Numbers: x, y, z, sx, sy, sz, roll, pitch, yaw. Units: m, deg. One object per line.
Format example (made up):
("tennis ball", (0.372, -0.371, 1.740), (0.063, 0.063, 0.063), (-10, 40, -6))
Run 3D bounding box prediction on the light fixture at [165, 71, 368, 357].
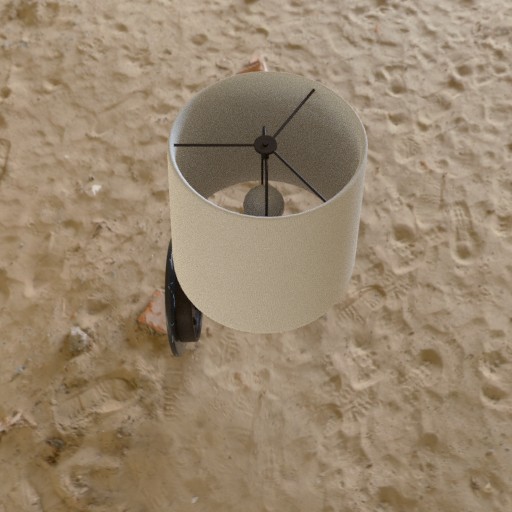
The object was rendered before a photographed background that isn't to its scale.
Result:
("light fixture", (0.000, 0.000, 0.438), (0.188, 0.337, 0.168), (-1, 63, -1))
